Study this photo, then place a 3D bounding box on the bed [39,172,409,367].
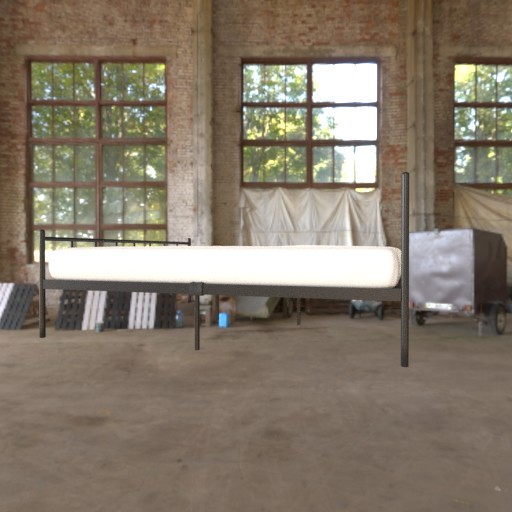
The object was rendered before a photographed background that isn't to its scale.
[{"bbox_3d":[0.000,0.000,3.137,2.040,0.940,1.880,0,1,19],"label":"bed"}]
